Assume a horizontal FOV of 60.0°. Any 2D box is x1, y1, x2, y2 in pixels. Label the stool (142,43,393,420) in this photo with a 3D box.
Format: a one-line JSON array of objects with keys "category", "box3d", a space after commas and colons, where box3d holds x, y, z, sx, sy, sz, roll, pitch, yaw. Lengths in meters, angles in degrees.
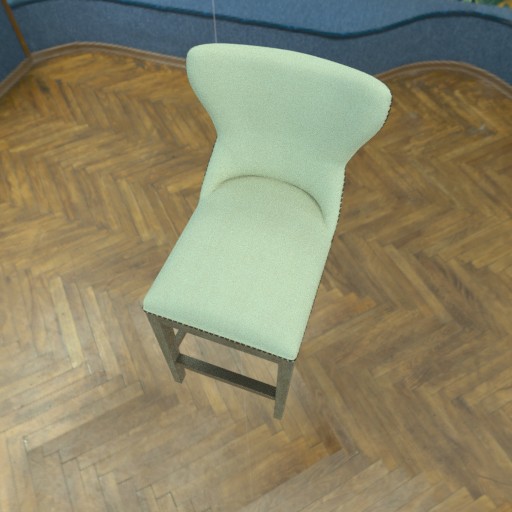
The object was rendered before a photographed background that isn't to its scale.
[{"category": "stool", "box3d": [0.000, 0.000, 1.302, 0.498, 0.981, 0.608, 17, 58, 11]}]
